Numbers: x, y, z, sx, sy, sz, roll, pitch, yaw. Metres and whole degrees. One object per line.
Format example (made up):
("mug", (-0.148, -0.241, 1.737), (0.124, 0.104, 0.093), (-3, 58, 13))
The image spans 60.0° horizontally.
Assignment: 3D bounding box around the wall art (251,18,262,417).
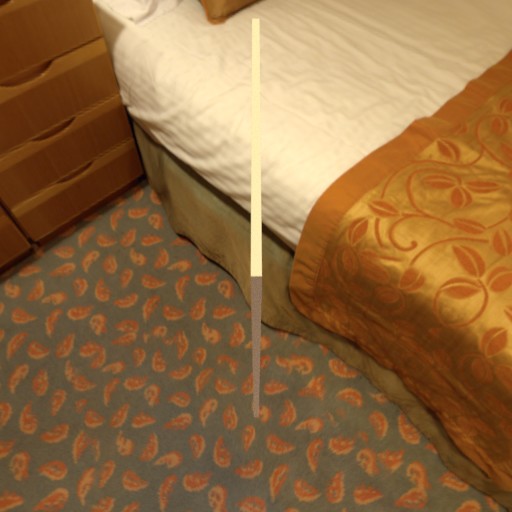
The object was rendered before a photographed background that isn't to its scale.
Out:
("wall art", (0.000, 0.000, 0.844), (0.011, 0.659, 0.454), (0, 58, 0))
